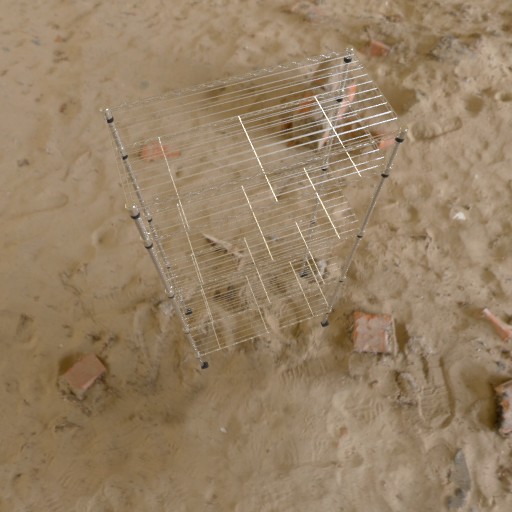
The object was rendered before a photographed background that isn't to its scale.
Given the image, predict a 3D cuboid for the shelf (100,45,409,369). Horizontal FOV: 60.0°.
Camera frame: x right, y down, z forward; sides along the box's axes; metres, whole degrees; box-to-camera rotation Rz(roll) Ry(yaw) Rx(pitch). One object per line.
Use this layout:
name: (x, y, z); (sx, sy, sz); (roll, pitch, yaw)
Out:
shelf: (0.000, 0.000, 1.866); (0.762, 1.587, 0.356); (-17, 64, -9)
